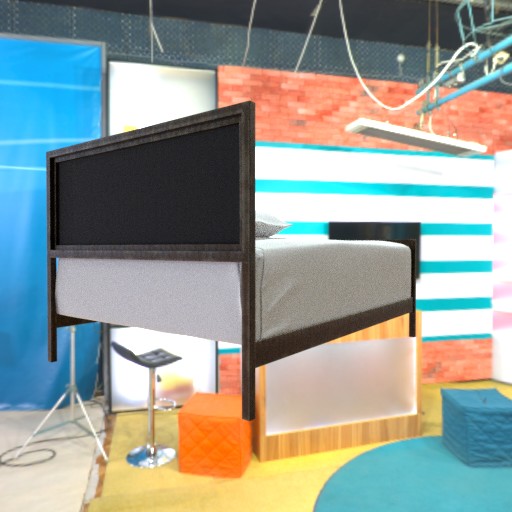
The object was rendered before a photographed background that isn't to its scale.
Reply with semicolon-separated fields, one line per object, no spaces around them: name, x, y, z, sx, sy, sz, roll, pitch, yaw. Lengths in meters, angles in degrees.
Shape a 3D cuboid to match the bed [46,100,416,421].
bed;0.000;0.000;3.179;1.607;1.313;2.221;1;1;37
